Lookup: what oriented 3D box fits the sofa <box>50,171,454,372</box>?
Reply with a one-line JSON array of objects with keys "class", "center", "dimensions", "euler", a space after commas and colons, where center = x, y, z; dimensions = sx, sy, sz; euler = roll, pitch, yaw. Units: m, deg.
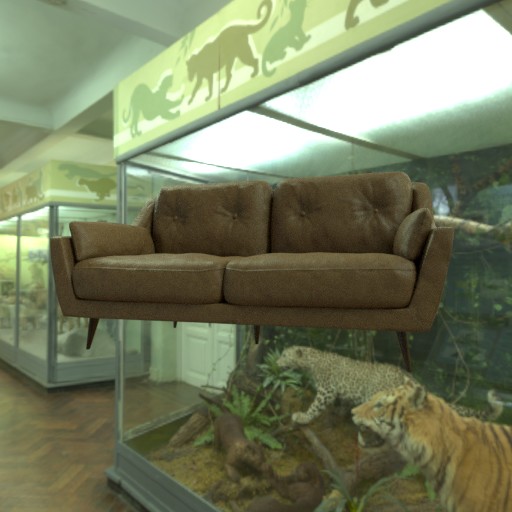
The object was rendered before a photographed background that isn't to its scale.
[{"class": "sofa", "center": [0.000, 0.000, 2.221], "dimensions": [1.731, 0.886, 0.981], "euler": [0, -1, 18]}]
